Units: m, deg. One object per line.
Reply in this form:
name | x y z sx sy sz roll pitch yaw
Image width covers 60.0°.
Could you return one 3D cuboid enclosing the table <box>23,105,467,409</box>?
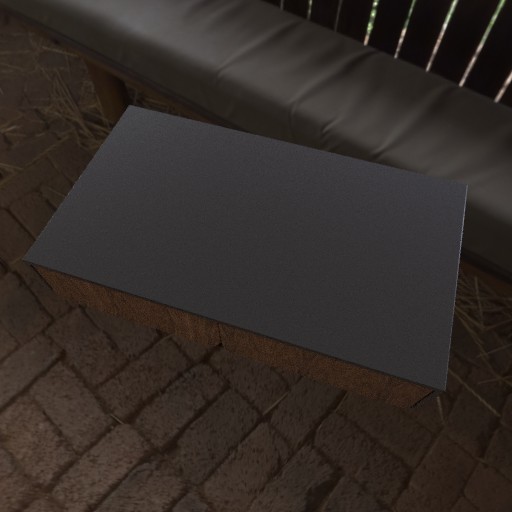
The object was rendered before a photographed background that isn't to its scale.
table | 0.000 0.000 1.523 1.201 0.404 0.703 16 61 9
